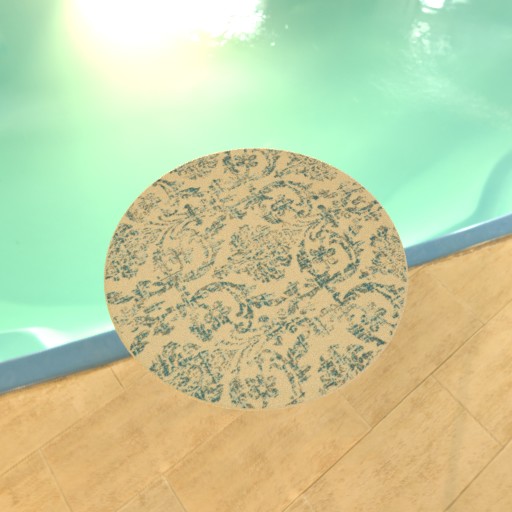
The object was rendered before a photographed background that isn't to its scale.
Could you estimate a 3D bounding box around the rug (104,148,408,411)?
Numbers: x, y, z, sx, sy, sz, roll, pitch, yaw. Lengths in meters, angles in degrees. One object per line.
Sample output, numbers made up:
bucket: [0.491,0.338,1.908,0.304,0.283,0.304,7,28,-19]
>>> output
rug: [0.000,0.000,2.357,1.593,0.012,1.593,0,58,0]
